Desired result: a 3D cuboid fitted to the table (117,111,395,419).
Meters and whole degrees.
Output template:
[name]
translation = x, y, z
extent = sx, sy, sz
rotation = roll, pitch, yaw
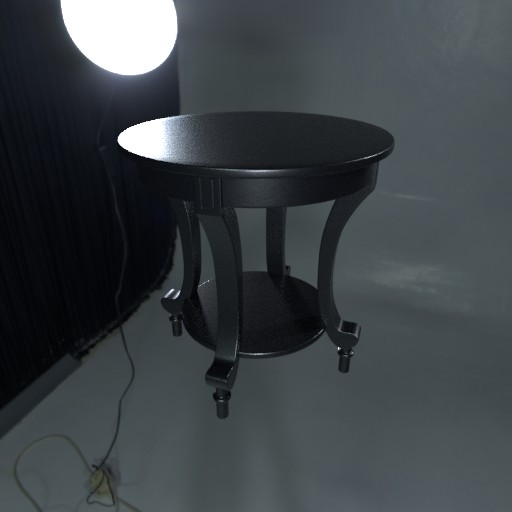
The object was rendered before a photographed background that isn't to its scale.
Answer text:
[table]
translation = 0.000, 0.000, 1.126
extent = 0.597, 0.618, 0.597
rotation = 0, 27, 0
